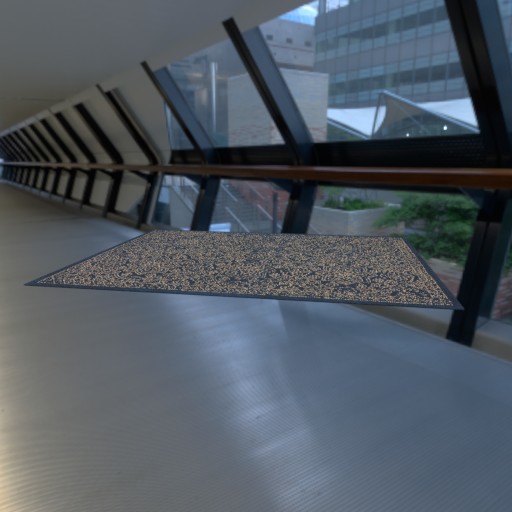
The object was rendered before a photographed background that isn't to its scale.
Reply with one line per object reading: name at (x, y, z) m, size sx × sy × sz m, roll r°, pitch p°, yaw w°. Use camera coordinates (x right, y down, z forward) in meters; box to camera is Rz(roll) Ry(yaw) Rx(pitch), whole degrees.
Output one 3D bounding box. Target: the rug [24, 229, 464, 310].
rug at (0.000, 0.000, 4.159) m, size 3.048 × 0.010 × 2.438 m, roll 2°, pitch 13°, yaw 10°
